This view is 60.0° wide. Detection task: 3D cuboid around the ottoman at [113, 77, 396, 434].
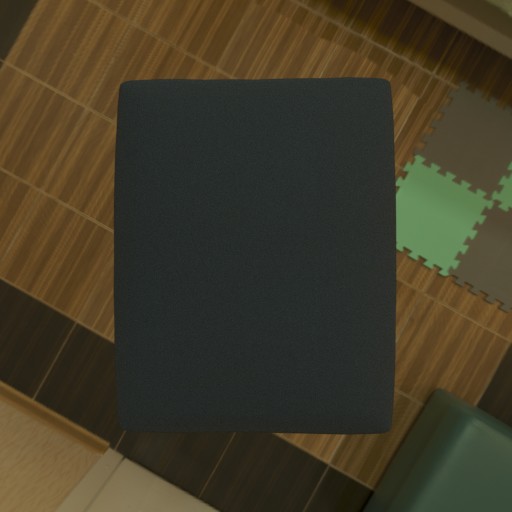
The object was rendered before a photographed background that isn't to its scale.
[{"bbox_3d":[0.000,0.000,1.092,0.584,0.513,0.741,0,90,1],"label":"ottoman"}]
